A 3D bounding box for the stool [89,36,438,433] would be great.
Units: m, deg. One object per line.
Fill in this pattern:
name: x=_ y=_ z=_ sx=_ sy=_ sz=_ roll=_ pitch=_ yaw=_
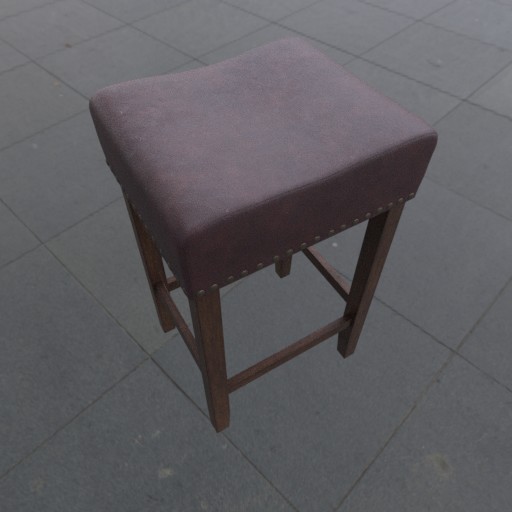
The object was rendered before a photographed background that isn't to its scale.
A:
stool: x=0.000 y=0.000 z=1.023 sx=0.465 sy=0.769 sz=0.401 roll=-24 pitch=54 yaw=-19
